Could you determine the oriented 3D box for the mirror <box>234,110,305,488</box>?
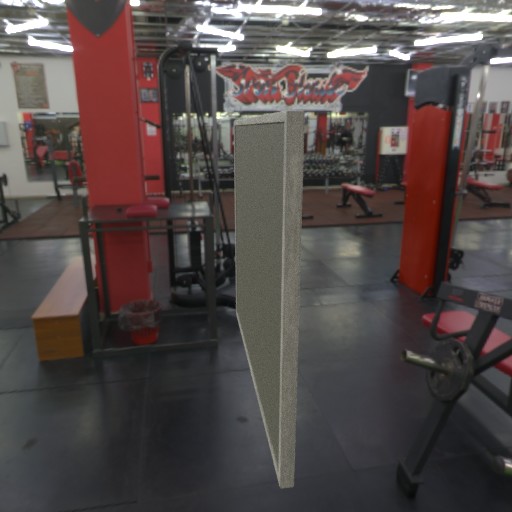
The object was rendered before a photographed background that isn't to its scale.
[{"bbox_3d":[0.000,0.000,1.152,0.028,0.689,0.839,-2,16,-8],"label":"mirror"}]
